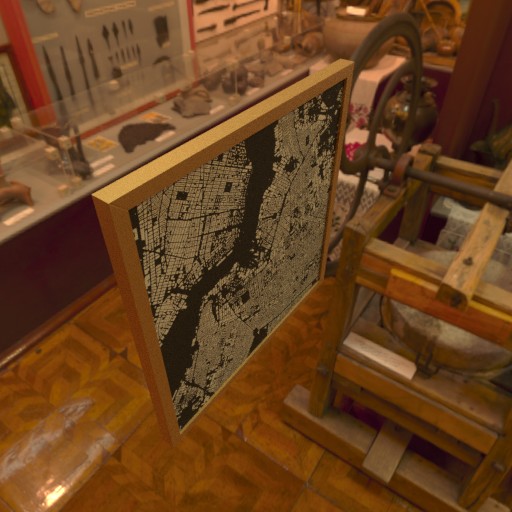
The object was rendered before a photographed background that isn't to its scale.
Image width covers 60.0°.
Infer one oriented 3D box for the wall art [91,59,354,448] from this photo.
[{"bbox_3d":[0.000,0.000,2.852,0.099,1.926,1.926,26,48,27],"label":"wall art"}]
